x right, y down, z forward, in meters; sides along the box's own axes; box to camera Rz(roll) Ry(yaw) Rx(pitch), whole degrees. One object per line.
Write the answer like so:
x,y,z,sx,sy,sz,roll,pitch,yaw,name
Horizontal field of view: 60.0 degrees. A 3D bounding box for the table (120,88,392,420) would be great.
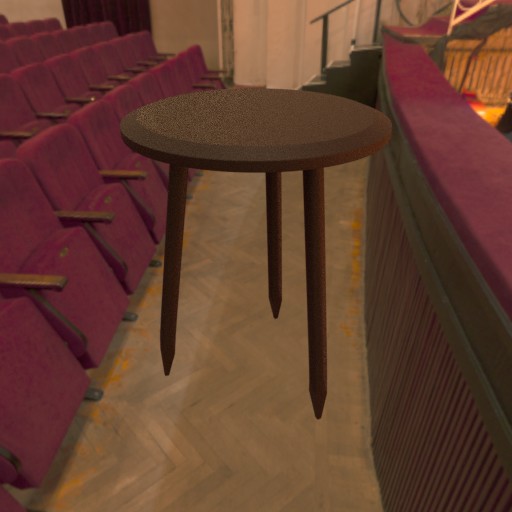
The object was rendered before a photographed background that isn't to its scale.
0.000,0.000,0.916,0.457,0.585,0.457,0,31,0,table
